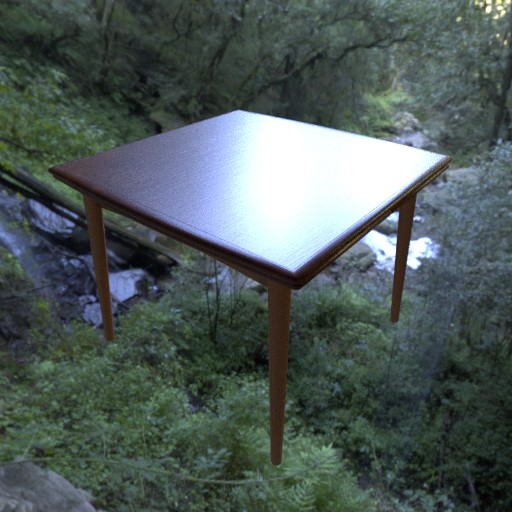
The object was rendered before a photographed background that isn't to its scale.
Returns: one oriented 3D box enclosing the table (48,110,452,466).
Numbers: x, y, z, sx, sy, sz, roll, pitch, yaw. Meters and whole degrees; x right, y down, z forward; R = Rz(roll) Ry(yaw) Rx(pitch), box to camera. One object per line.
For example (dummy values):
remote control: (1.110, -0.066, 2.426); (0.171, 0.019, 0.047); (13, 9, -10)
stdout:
table: (0.000, 0.000, 1.689); (0.991, 0.754, 0.991); (24, 40, 32)
